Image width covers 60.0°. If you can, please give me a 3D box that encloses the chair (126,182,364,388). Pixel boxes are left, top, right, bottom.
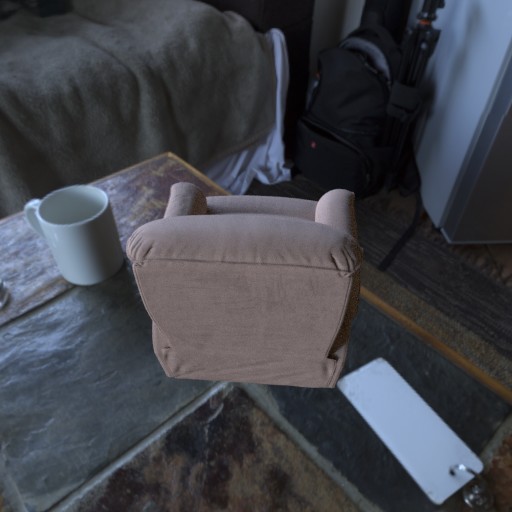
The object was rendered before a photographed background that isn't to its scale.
[{"bbox_3d":[0.000,0.000,1.770,0.820,1.037,1.004,3,45,3],"label":"chair"}]
